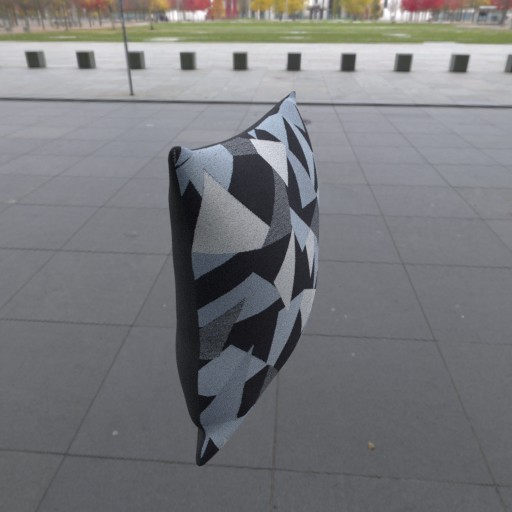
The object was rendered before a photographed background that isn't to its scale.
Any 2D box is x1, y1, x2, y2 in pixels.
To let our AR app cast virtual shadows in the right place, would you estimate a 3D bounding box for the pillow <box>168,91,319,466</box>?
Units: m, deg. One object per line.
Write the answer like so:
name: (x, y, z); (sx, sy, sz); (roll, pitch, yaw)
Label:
pillow: (0.000, 0.000, 0.776); (0.208, 0.496, 0.503); (10, 30, 17)
